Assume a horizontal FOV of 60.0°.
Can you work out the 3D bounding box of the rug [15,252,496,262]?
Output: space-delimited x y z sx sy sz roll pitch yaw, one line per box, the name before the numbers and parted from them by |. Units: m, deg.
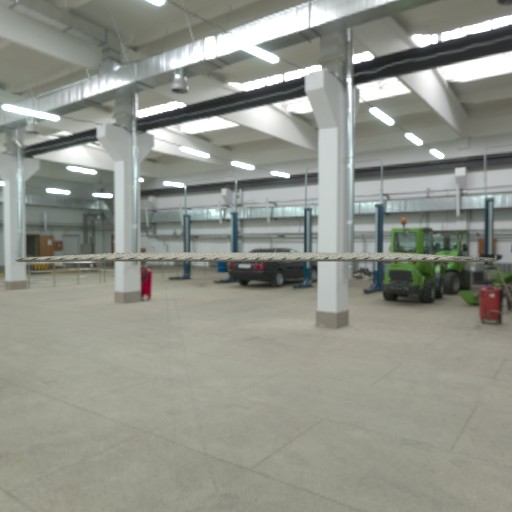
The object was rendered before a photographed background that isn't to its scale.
rug | 0.000 0.000 2.972 2.406 0.023 1.539 0 1 0
